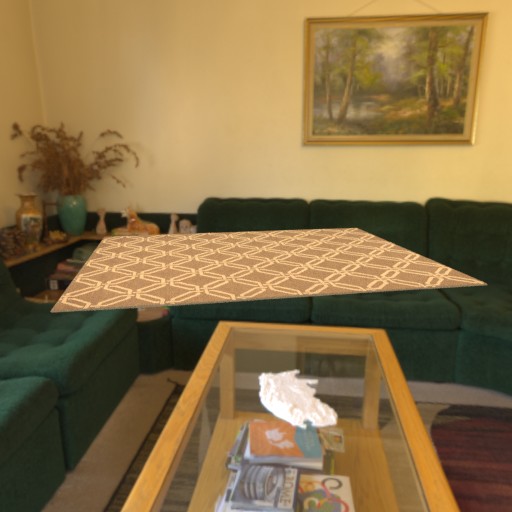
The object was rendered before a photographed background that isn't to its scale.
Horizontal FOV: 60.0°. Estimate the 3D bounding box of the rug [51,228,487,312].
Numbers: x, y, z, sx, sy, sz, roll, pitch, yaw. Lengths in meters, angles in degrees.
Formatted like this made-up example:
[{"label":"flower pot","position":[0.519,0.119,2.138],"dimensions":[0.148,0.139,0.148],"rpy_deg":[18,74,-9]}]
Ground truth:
[{"label":"rug","position":[0.000,0.000,3.959],"dimensions":[2.895,0.018,2.288],"rpy_deg":[-3,14,-10]}]
